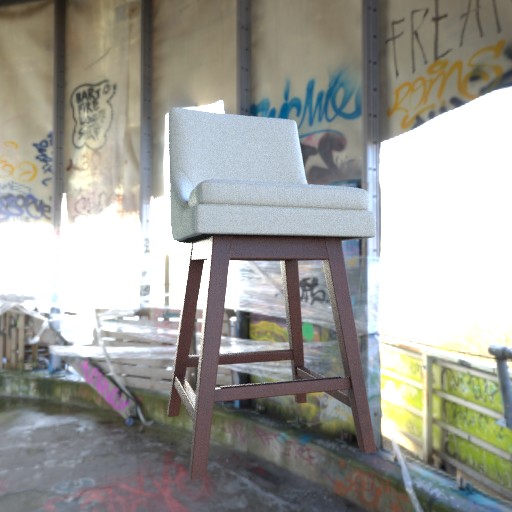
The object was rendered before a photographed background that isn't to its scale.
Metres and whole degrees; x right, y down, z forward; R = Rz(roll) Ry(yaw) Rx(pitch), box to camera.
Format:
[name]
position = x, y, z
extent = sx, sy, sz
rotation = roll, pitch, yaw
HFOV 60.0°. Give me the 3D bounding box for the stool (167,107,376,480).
[stool]
position = 0.000, 0.000, 1.292
extent = 0.469, 0.991, 0.559
rotation = 0, -1, -18
